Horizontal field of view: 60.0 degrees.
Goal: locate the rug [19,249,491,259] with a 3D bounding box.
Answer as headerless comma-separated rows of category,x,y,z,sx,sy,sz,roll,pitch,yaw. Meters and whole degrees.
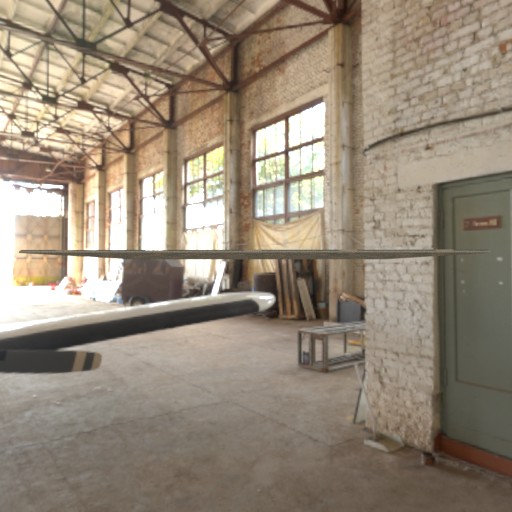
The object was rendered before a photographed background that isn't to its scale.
rug,0.000,0.000,4.087,3.049,0.021,2.466,0,-1,1
